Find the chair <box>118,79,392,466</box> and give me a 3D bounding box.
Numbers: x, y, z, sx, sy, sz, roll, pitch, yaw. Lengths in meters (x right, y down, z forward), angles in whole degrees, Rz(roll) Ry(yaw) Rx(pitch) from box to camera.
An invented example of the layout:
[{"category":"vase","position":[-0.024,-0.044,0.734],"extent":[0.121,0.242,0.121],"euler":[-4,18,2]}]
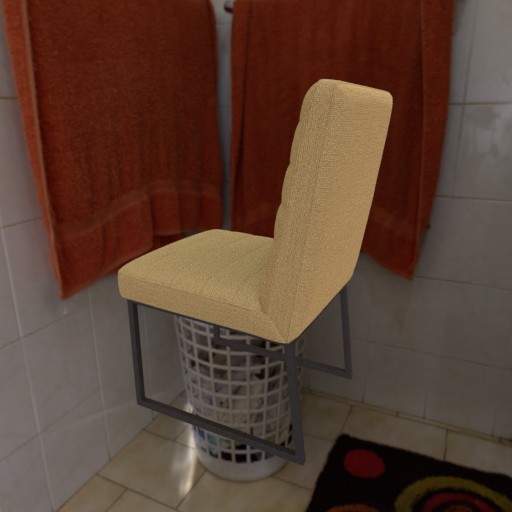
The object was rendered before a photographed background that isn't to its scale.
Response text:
[{"category":"chair","position":[0.000,0.000,1.309],"extent":[0.634,0.930,0.520],"euler":[9,20,26]}]
